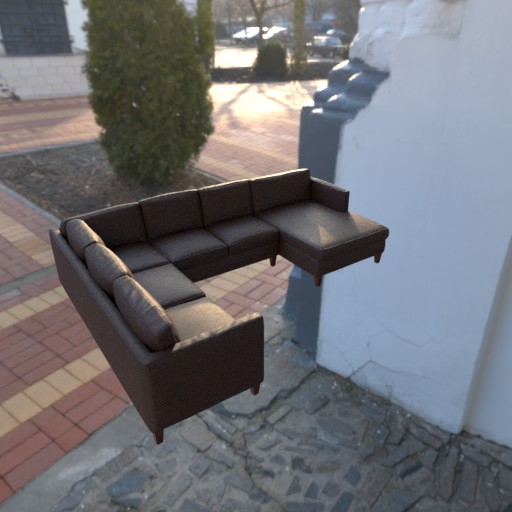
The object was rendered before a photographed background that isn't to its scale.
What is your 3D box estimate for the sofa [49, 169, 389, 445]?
[{"bbox_3d":[0.000,0.000,4.602,3.460,0.923,2.593,-17,32,-31],"label":"sofa"}]
